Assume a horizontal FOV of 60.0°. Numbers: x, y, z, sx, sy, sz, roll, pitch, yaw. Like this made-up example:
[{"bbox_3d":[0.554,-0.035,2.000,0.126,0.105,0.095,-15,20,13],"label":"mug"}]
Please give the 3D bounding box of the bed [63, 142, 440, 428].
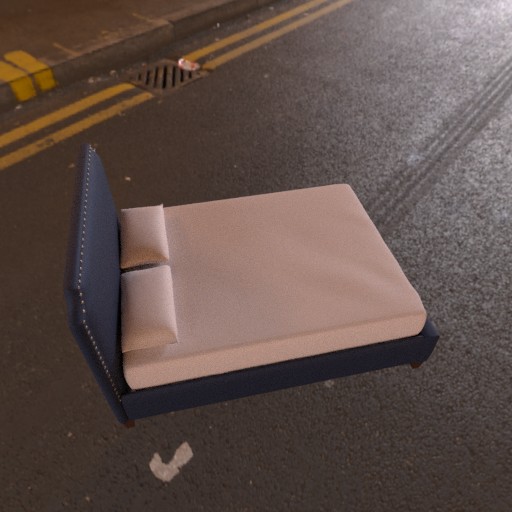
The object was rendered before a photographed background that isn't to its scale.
[{"bbox_3d":[0.000,0.000,3.408,2.372,1.443,1.712,-9,46,-9],"label":"bed"}]
